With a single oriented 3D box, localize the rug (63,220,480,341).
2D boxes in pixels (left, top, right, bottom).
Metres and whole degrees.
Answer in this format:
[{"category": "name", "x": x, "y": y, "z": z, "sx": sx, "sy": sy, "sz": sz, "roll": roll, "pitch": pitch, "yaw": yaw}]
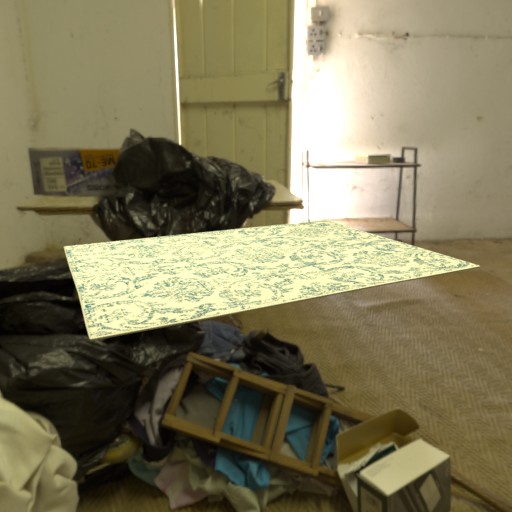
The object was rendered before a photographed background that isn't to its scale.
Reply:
[{"category": "rug", "x": 0.000, "y": 0.000, "z": 2.851, "sx": 2.197, "sy": 0.014, "sz": 1.586, "roll": -8, "pitch": 17, "yaw": -25}]
